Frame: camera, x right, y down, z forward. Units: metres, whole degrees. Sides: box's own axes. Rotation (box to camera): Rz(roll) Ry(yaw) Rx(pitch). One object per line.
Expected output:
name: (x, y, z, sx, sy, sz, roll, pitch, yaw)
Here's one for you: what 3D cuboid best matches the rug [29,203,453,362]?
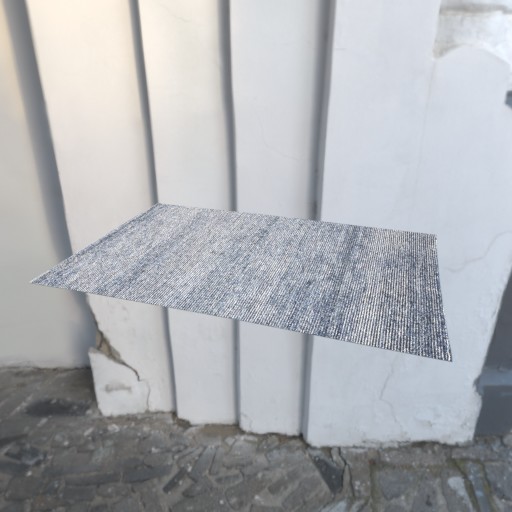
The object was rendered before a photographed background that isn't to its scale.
rug: (0.000, 0.000, 2.192, 1.740, 0.010, 1.135, 8, 27, 16)
